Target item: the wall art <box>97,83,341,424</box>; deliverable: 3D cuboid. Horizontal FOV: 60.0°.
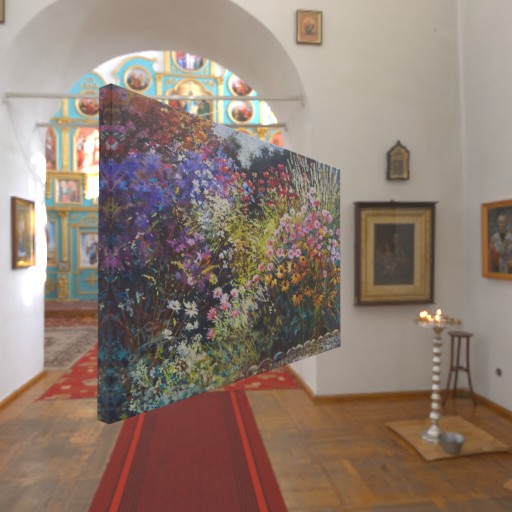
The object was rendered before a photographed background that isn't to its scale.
[{"bbox_3d":[0.000,0.000,1.158,0.037,0.604,0.908,-1,-1,37],"label":"wall art"}]
